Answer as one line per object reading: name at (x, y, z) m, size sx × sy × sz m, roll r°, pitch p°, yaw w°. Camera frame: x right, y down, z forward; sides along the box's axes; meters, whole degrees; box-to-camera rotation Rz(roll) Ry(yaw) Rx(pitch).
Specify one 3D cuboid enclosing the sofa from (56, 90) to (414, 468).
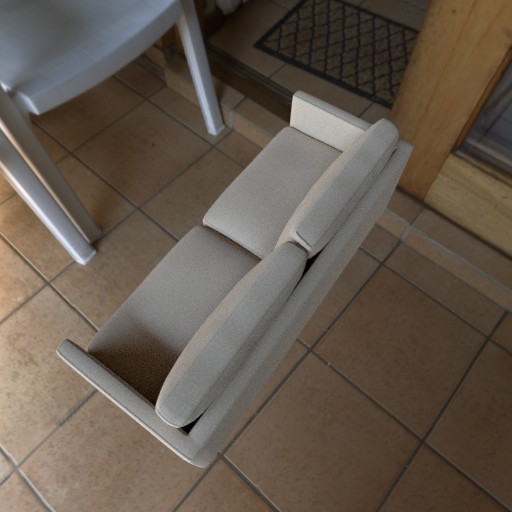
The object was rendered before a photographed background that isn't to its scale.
sofa at (0.000, 0.000, 2.845) m, size 0.951 × 0.968 × 2.361 m, roll 32°, pitch 67°, yaw 16°
